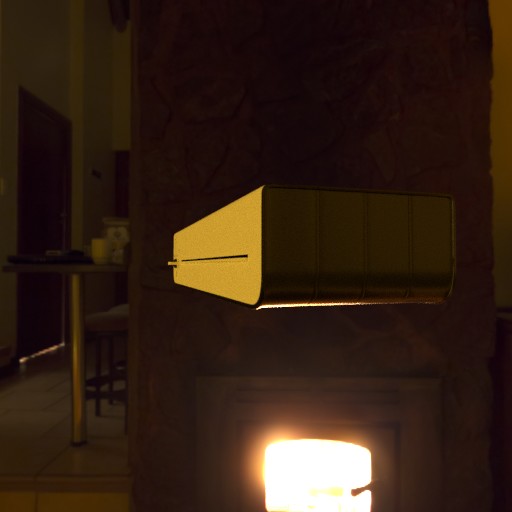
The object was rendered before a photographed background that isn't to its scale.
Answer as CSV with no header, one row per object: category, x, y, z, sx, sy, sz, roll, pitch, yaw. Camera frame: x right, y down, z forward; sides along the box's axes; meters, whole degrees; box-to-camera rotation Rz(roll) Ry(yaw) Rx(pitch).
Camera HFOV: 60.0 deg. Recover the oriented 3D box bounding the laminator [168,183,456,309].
laminator,0.000,0.000,0.386,0.123,0.062,0.340,0,-1,-18
